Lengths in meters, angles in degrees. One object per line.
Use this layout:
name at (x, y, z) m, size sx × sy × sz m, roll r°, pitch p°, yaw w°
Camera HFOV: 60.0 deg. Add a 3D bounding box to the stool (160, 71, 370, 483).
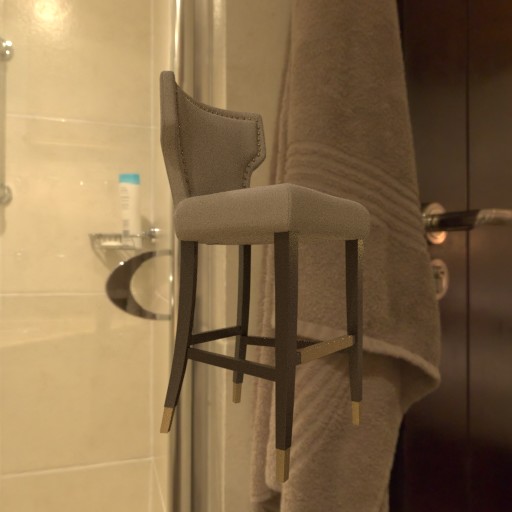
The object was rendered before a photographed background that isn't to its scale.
stool at (0.000, 0.000, 1.401) m, size 0.563 × 1.092 × 0.526 m, roll -1°, pitch -1°, yaw 35°
